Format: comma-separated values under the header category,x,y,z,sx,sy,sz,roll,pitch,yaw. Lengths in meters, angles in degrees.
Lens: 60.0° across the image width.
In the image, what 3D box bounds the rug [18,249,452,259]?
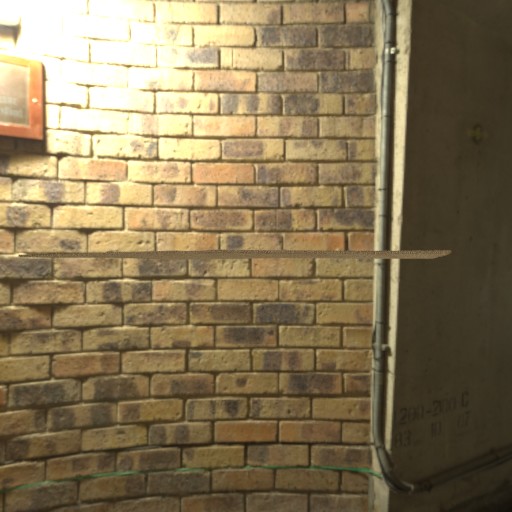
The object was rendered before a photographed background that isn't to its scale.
category,x,y,z,sx,sy,sz,roll,pitch,yaw
rug,0.000,0.000,4.695,3.626,0.051,2.757,0,-1,20
